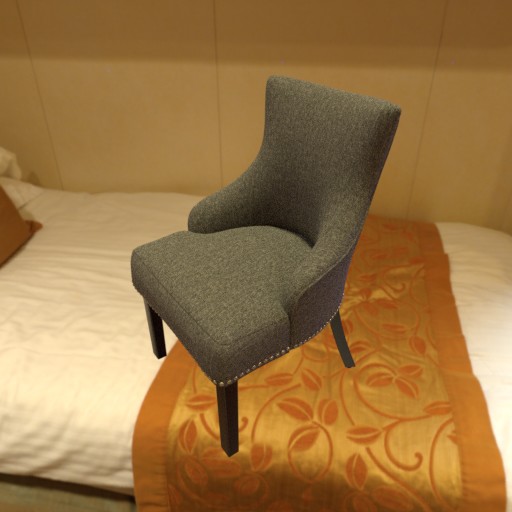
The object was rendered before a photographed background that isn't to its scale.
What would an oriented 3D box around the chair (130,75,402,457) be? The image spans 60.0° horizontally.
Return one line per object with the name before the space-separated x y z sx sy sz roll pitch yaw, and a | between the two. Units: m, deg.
chair | 0.000 0.000 1.330 0.629 0.909 0.566 -21 37 -29
